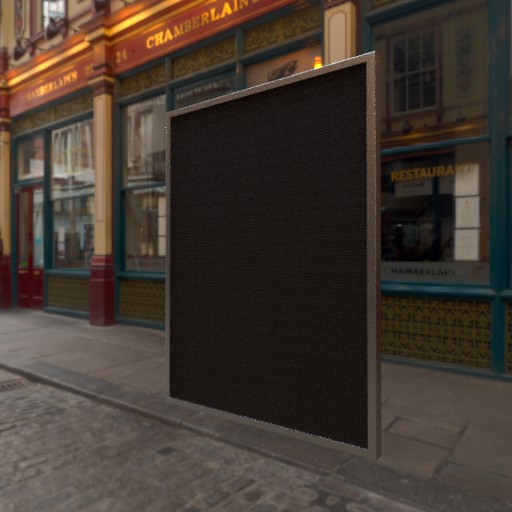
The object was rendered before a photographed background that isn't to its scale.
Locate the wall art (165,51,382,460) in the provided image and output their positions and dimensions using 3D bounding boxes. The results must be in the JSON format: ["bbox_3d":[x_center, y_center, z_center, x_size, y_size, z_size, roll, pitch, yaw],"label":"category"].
[{"bbox_3d":[0.000,0.000,1.401,0.801,1.062,0.037,-1,-1,37],"label":"wall art"}]
